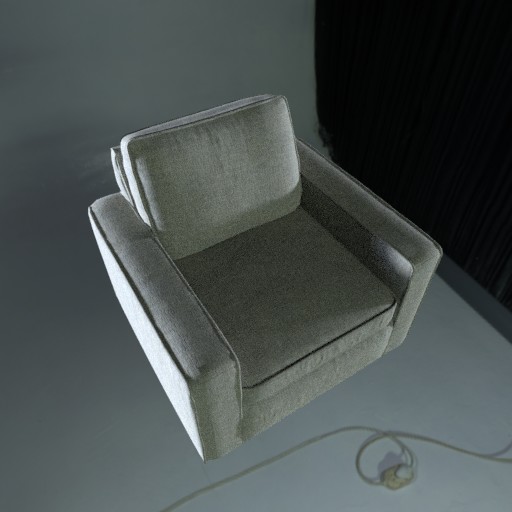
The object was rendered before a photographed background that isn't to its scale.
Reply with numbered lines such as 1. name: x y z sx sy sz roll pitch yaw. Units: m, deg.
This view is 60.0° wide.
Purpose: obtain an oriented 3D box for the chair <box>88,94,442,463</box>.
1. chair: 0.000 0.000 1.723 1.016 0.914 0.940 -24 51 -22
